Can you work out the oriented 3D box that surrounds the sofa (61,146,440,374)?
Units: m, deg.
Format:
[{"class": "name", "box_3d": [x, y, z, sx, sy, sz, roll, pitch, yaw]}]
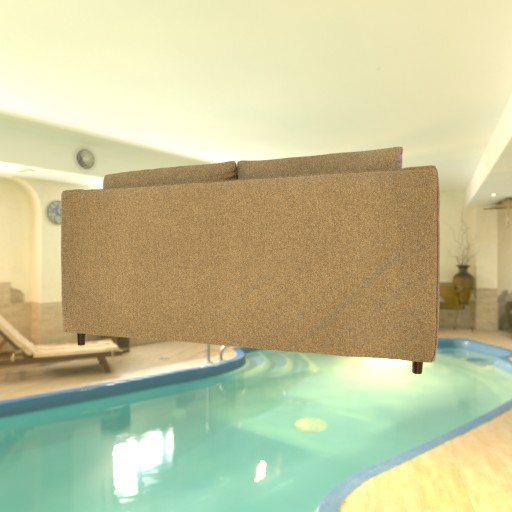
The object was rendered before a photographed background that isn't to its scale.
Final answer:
[{"class": "sofa", "box_3d": [0.000, 0.000, 2.653, 2.010, 1.018, 1.072, 0, 0, 20]}]
